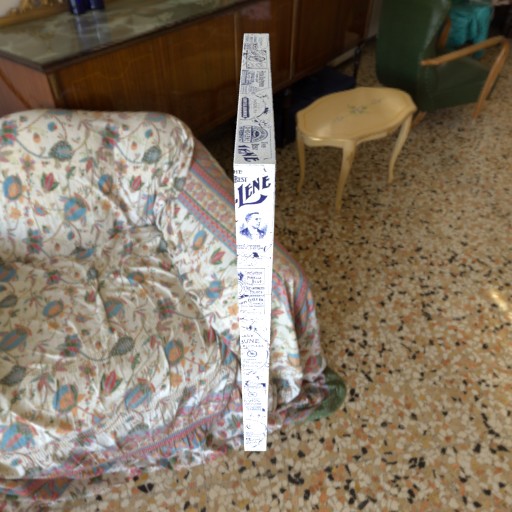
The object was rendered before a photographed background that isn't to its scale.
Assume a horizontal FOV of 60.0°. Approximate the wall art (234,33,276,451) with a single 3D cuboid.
[{"bbox_3d":[0.000,0.000,0.767,0.040,0.601,0.408,0,42,0],"label":"wall art"}]
